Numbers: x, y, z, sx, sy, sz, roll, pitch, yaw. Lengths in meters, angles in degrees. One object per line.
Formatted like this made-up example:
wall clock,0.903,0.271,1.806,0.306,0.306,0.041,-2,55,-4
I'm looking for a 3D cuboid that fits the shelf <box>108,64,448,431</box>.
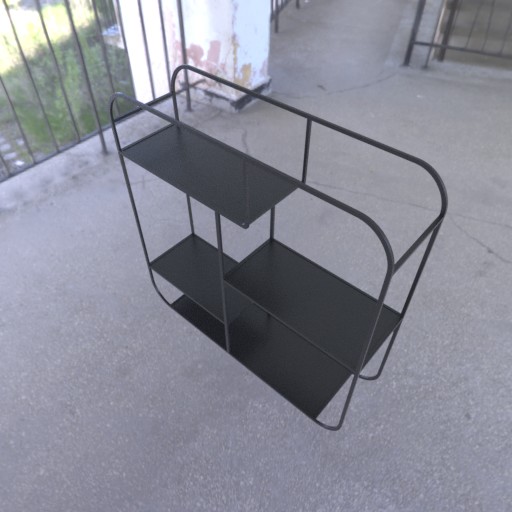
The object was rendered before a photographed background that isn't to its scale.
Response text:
shelf,0.000,0.000,0.912,0.600,0.600,0.160,32,54,27
